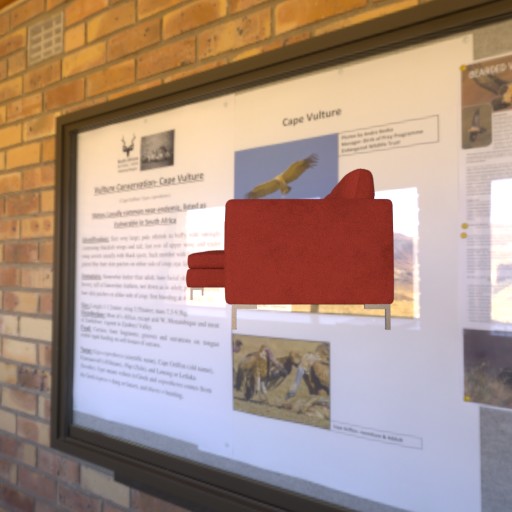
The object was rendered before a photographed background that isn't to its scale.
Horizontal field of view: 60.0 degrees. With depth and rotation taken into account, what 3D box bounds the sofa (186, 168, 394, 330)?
[{"bbox_3d":[0.000,0.000,2.952,1.136,0.663,2.467,0,-2,1],"label":"sofa"}]
